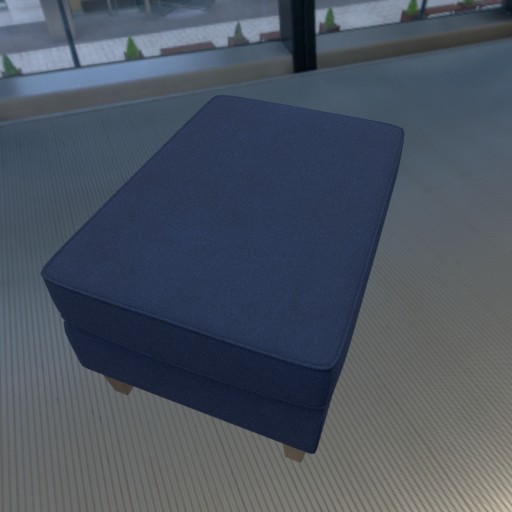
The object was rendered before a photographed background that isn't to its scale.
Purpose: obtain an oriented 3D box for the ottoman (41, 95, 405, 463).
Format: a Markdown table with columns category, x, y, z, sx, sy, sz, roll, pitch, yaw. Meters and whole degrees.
| category | x | y | z | sx | sy | sz | roll | pitch | yaw |
| --- | --- | --- | --- | --- | --- | --- | --- | --- | --- |
| ottoman | 0.000 | 0.000 | 1.364 | 0.686 | 0.584 | 0.965 | 15 | 47 | 15 |
